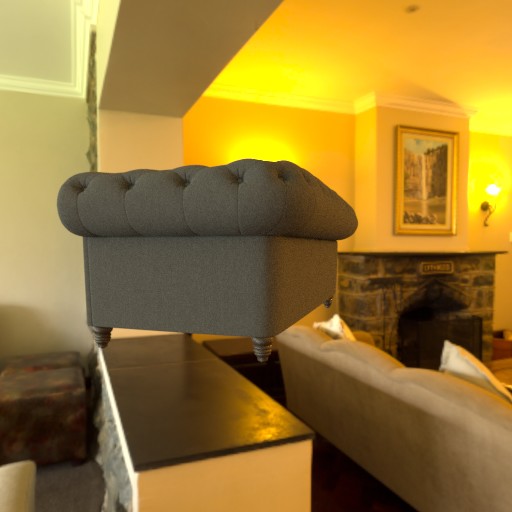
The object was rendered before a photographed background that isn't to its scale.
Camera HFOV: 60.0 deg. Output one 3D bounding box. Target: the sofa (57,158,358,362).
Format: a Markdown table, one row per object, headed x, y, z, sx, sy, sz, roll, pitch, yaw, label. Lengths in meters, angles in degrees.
| x | y | z | sx | sy | sz | roll | pitch | yaw | label |
| --- | --- | --- | --- | --- | --- | --- | --- | --- | --- |
| 0.000 | 0.000 | 2.488 | 0.986 | 0.764 | 1.998 | 0 | 1 | 18 | sofa |
